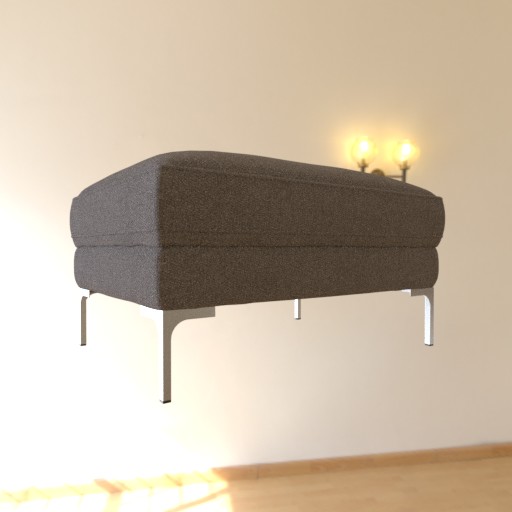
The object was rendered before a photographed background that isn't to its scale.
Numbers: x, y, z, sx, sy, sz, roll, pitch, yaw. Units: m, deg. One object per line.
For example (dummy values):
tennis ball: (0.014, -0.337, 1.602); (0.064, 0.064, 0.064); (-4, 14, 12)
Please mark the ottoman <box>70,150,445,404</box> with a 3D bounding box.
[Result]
ottoman: (0.000, 0.000, 1.147); (0.785, 0.464, 0.583); (-1, 1, -35)
